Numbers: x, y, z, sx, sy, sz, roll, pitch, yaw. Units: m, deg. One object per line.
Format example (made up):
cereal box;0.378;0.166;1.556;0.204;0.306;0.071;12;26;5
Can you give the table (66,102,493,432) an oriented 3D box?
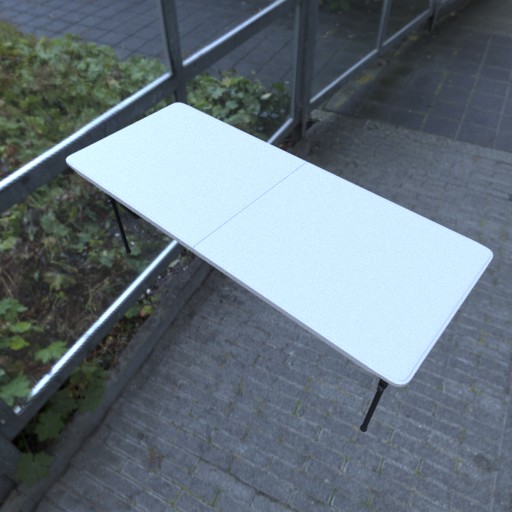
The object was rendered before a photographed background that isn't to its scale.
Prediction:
table;0.000;0.000;2.199;1.829;0.719;0.761;32;55;26
